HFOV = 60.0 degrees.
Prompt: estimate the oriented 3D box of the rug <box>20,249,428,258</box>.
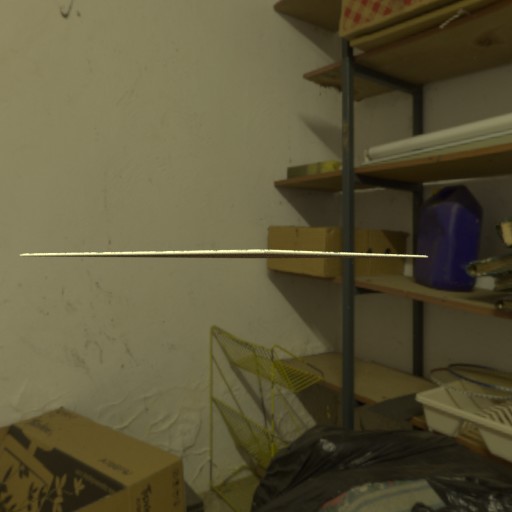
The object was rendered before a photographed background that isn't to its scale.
[{"bbox_3d":[0.000,0.000,2.841,1.586,0.014,2.197,0,-1,35],"label":"rug"}]
